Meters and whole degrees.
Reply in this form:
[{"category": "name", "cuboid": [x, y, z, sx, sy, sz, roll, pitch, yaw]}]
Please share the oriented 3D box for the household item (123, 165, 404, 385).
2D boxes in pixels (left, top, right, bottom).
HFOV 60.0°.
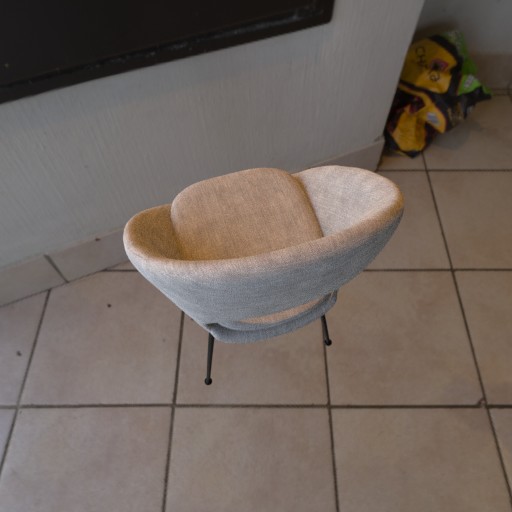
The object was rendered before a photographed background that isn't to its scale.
[{"category": "household item", "cuboid": [0.000, 0.000, 1.256, 0.643, 0.869, 0.587, -16, 60, -9]}]
